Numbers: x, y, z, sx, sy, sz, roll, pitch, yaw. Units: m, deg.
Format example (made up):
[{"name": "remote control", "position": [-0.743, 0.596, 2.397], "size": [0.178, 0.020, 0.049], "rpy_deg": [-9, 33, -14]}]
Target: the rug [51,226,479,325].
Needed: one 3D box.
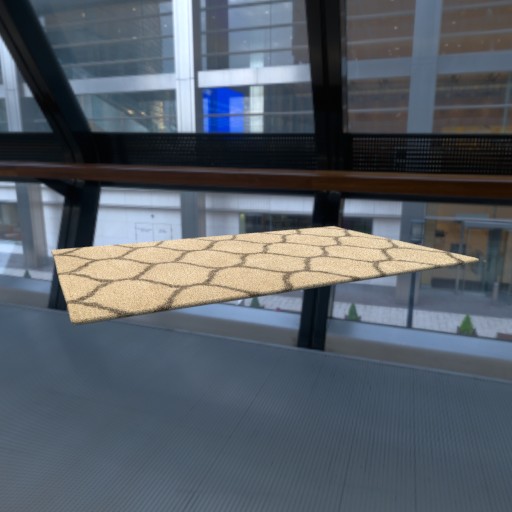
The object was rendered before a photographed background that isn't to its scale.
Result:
[{"name": "rug", "position": [0.000, 0.000, 2.866], "size": [2.348, 0.024, 1.501], "rpy_deg": [-6, 14, -26]}]
